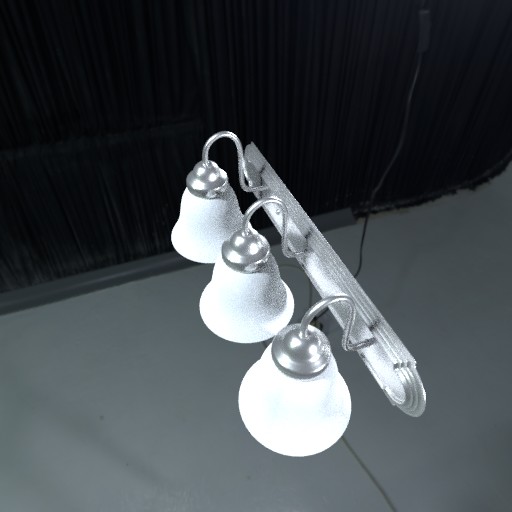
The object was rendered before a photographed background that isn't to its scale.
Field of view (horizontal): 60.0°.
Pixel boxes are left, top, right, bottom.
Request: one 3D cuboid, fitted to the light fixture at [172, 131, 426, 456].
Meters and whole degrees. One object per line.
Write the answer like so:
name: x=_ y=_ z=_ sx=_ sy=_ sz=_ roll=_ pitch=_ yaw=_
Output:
light fixture: x=0.000 y=0.000 z=0.700 sx=0.199 sy=0.222 sz=0.610 roll=-16 pitch=48 yaw=-15
